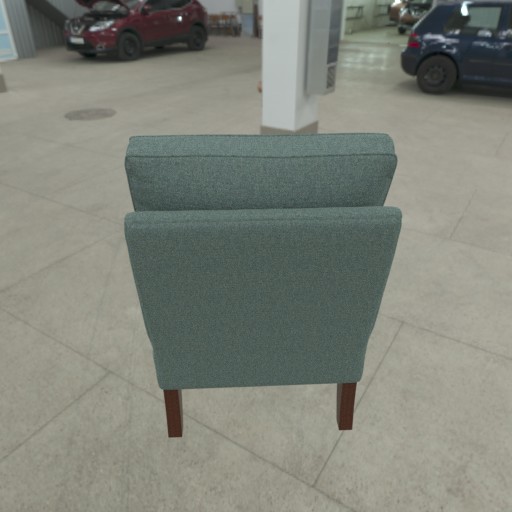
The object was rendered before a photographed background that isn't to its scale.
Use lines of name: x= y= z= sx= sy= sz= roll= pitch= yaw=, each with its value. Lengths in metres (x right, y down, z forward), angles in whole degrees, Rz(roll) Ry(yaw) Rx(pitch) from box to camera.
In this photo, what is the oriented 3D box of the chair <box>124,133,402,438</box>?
chair: x=0.000 y=0.000 z=1.421 sx=0.624 sy=0.901 sz=0.796 roll=-1 pitch=31 yaw=-2
